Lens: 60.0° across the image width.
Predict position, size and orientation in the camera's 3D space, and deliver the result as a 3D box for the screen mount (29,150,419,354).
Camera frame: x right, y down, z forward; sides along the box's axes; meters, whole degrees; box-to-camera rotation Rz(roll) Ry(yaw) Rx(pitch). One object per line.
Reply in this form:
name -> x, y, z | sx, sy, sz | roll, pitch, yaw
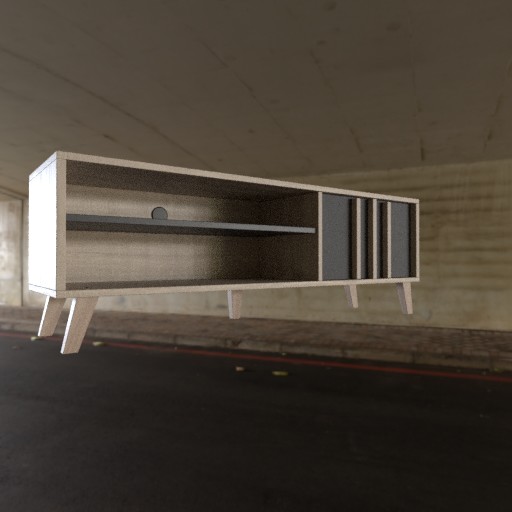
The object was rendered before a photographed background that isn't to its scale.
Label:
screen mount -> 0.000, 0.000, 1.691 | 1.500, 0.509, 0.401 | 0, -1, -36
